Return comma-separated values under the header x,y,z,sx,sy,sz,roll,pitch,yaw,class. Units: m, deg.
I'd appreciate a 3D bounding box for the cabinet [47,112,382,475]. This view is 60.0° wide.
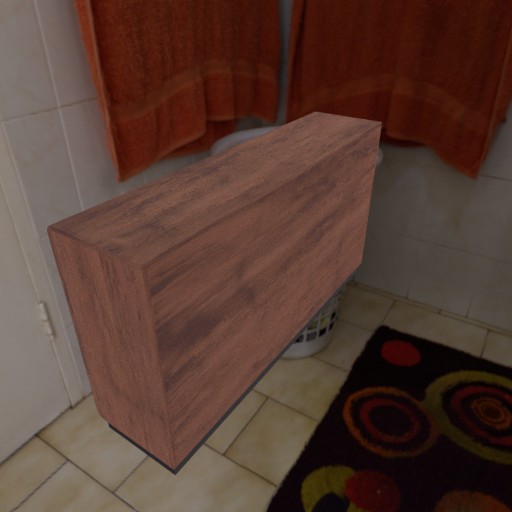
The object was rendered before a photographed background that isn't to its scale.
x,y,z,sx,sy,sz,roll,pitch,yaw,class
0.000,0.000,1.980,0.420,0.900,1.600,20,37,29,cabinet
